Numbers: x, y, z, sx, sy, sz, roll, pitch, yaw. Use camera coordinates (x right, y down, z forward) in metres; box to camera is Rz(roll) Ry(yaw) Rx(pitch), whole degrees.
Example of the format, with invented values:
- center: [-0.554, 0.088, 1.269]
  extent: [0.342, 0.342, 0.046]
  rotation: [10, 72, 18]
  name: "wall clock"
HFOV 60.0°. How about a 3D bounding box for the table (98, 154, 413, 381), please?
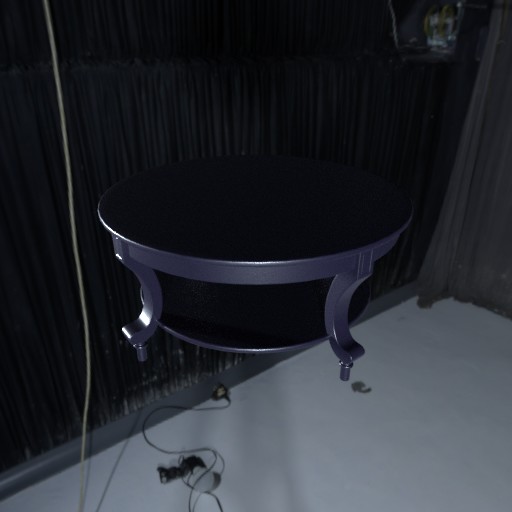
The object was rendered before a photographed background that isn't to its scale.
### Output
- center: [0.000, 0.000, 1.620]
  extent: [1.029, 0.491, 1.029]
  rotation: [0, 27, 0]
  name: "table"
